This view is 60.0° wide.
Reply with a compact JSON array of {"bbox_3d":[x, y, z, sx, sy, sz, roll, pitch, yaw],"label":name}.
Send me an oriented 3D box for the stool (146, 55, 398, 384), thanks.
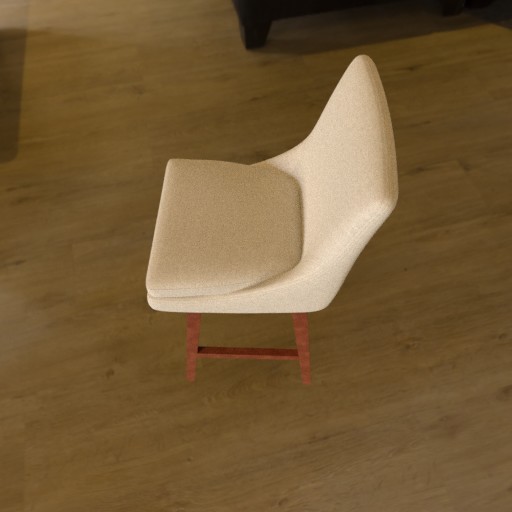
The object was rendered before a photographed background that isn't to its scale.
[{"bbox_3d":[0.000,0.000,1.359,0.559,1.092,0.470,1,58,1],"label":"stool"}]
